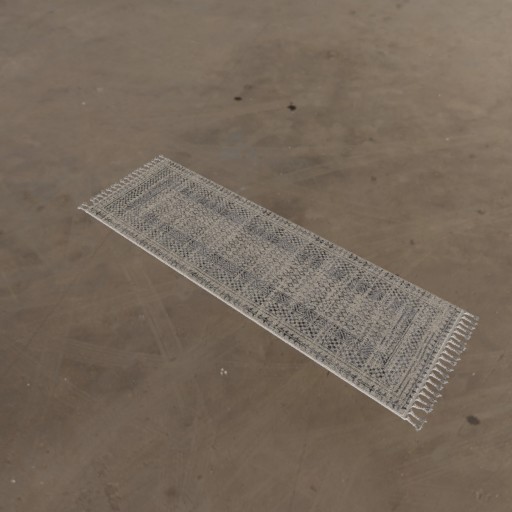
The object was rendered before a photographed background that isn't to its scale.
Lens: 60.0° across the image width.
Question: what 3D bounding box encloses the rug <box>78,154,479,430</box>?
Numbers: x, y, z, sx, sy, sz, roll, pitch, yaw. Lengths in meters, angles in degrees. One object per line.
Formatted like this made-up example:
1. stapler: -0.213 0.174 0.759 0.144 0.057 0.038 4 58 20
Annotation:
1. rug: 0.000 0.000 2.693 2.480 0.013 0.786 30 54 24
